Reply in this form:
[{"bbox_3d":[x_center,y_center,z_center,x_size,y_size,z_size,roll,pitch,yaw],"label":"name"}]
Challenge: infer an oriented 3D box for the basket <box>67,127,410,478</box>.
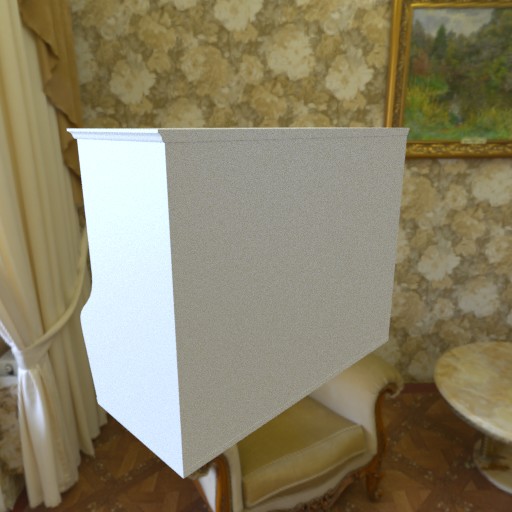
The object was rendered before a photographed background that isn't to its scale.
[{"bbox_3d":[0.000,0.000,1.127,0.376,0.625,0.792,15,22,42],"label":"basket"}]
